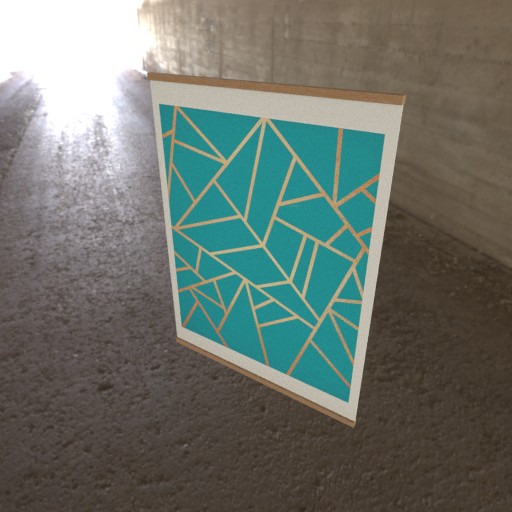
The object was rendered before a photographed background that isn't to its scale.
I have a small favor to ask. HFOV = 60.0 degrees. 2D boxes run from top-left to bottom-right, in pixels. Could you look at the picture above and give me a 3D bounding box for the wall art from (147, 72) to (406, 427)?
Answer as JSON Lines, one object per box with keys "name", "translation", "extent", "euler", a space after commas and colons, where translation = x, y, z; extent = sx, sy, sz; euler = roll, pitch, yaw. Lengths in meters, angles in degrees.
{"name": "wall art", "translation": [0.000, 0.000, 0.825], "extent": [0.459, 0.608, 0.012], "euler": [18, 33, 29]}
